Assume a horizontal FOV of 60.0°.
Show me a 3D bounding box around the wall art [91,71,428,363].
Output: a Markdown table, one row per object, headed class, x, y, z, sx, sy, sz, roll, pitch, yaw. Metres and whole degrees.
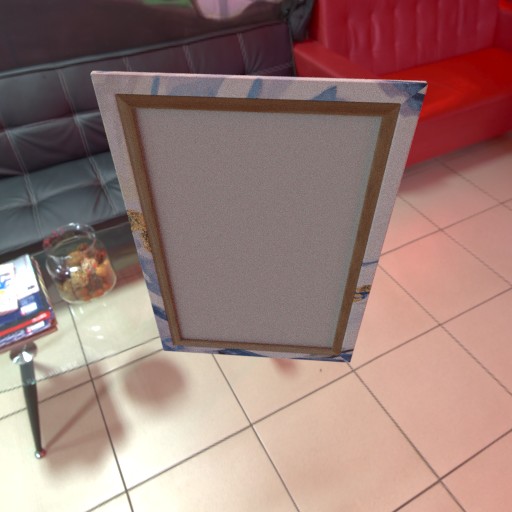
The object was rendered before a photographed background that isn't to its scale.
| class | x | y | z | sx | sy | sz | roll | pitch | yaw |
| --- | --- | --- | --- | --- | --- | --- | --- | --- | --- |
| wall art | 0.000 | 0.000 | 1.123 | 0.610 | 0.914 | 0.016 | 3 | 45 | 3 |
